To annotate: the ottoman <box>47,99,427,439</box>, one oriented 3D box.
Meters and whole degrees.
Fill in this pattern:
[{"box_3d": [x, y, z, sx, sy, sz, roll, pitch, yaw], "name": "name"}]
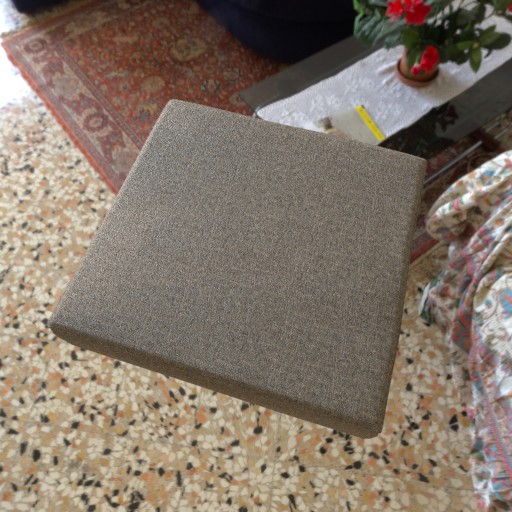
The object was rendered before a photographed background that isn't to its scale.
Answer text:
[{"box_3d": [0.000, 0.000, 1.574, 1.016, 0.379, 0.981, 15, 64, 8], "name": "ottoman"}]
